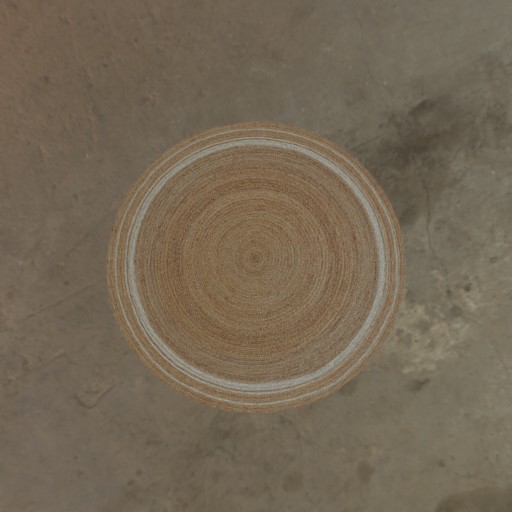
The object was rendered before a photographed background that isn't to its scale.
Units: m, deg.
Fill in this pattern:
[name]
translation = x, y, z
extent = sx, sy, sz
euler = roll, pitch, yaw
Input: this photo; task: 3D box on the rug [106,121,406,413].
[rug]
translation = 0.000, 0.000, 3.633
extent = 2.444, 0.015, 2.444
euler = 0, 76, 0
